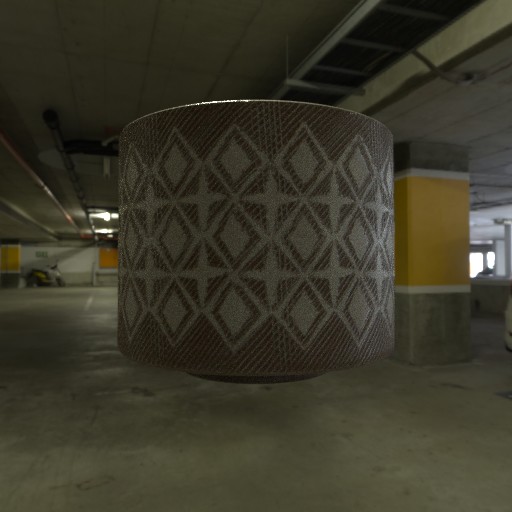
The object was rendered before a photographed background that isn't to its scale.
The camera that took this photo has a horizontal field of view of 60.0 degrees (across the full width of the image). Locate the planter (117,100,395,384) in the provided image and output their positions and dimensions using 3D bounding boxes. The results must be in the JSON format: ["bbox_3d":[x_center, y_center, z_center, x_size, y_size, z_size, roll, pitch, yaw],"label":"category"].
[{"bbox_3d":[0.000,0.000,0.213,0.126,0.104,0.126,0,-1,0],"label":"planter"}]
